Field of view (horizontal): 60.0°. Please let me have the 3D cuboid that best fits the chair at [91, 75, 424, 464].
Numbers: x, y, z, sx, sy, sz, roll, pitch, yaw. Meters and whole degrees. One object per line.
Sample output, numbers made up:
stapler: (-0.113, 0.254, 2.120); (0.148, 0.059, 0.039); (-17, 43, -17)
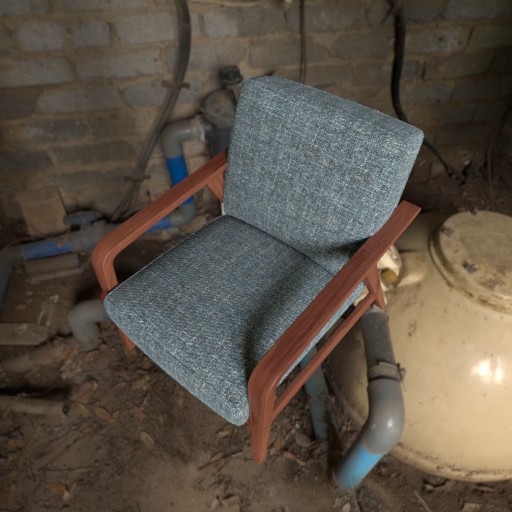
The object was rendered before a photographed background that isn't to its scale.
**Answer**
chair: (0.000, 0.000, 1.478); (0.719, 0.864, 0.889); (31, 54, 26)
